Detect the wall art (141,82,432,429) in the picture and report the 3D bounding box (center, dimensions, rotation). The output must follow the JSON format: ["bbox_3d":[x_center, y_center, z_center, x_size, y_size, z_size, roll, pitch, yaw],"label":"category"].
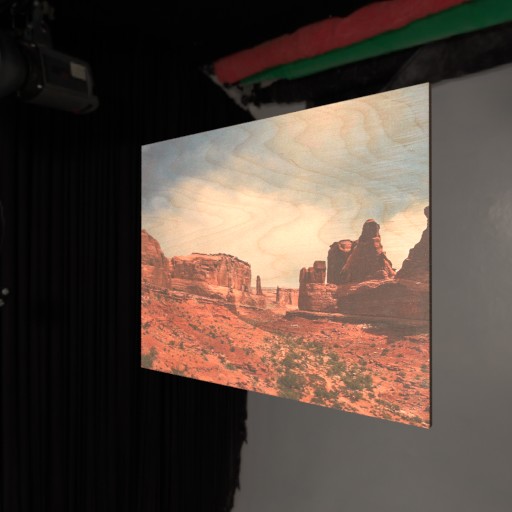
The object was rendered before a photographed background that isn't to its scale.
[{"bbox_3d":[0.000,0.000,0.672,0.508,0.406,0.013,0,0,35],"label":"wall art"}]
